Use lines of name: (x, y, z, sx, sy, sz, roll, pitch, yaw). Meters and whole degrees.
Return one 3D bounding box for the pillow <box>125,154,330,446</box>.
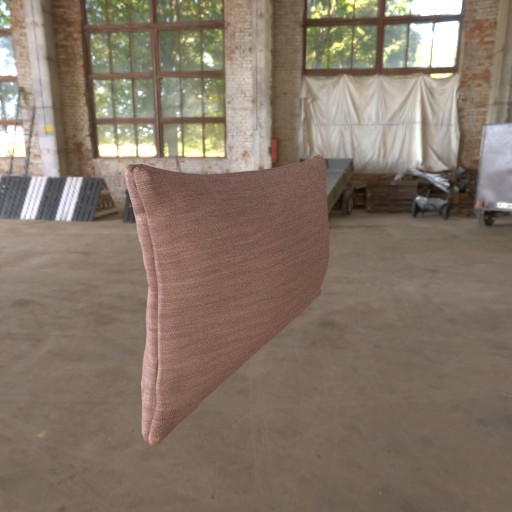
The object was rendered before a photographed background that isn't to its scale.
pillow: (0.000, 0.000, 0.777, 0.210, 0.338, 0.633, 7, 16, 26)
